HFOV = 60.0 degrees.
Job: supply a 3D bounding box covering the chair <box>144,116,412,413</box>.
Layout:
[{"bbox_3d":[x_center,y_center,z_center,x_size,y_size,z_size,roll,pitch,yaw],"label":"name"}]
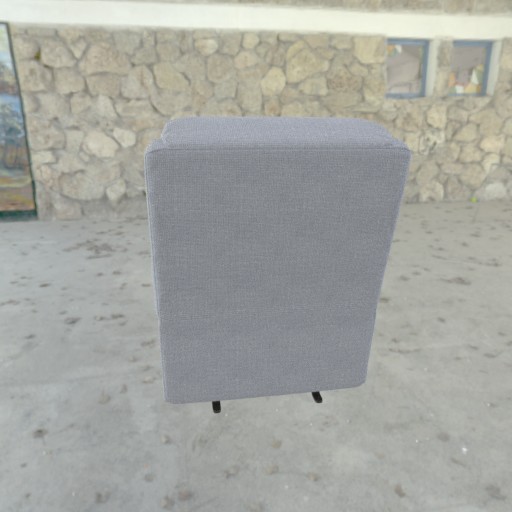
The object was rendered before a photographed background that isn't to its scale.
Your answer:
[{"bbox_3d":[0.000,0.000,1.789,0.838,1.054,1.014,-3,16,-9],"label":"chair"}]
